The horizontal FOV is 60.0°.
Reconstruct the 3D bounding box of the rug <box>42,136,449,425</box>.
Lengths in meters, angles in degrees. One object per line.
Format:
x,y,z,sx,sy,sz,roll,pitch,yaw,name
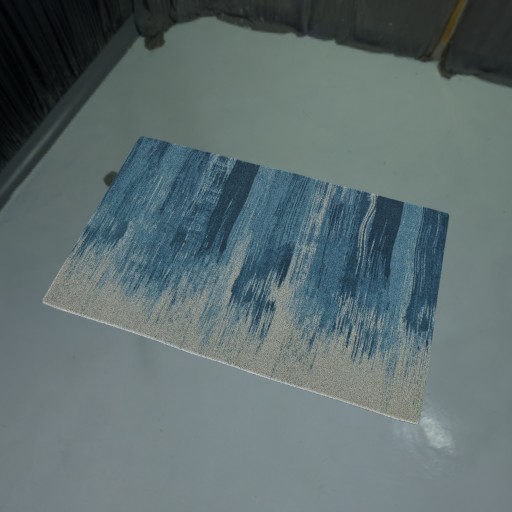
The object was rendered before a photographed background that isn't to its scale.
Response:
0.000,0.000,3.034,2.450,0.027,1.540,16,63,8,rug
